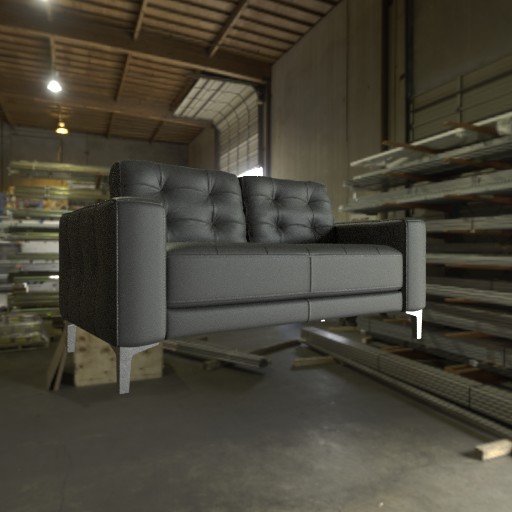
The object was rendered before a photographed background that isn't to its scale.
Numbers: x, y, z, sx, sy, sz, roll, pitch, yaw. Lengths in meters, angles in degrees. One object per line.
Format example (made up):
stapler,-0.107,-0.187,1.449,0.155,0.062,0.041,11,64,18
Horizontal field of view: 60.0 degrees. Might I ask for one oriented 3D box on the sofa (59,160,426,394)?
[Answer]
sofa,0.000,0.000,2.240,1.726,0.893,0.833,0,1,-35
